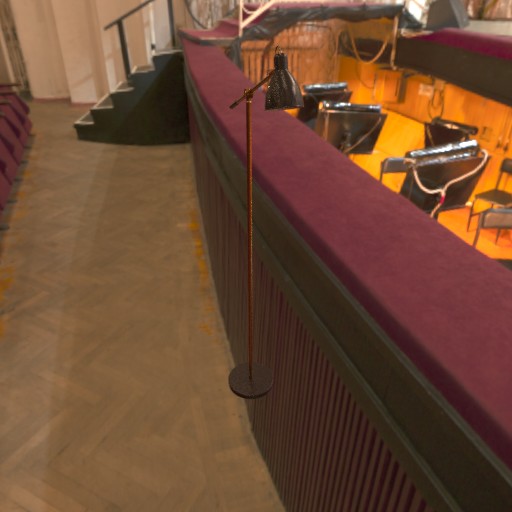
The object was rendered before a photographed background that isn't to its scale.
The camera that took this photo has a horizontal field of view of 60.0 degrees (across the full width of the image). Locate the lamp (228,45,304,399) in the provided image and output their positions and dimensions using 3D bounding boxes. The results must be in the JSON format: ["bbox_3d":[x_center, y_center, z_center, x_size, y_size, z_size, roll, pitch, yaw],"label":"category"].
[{"bbox_3d":[0.000,0.000,1.851,0.235,1.628,0.618,-10,32,-16],"label":"lamp"}]
